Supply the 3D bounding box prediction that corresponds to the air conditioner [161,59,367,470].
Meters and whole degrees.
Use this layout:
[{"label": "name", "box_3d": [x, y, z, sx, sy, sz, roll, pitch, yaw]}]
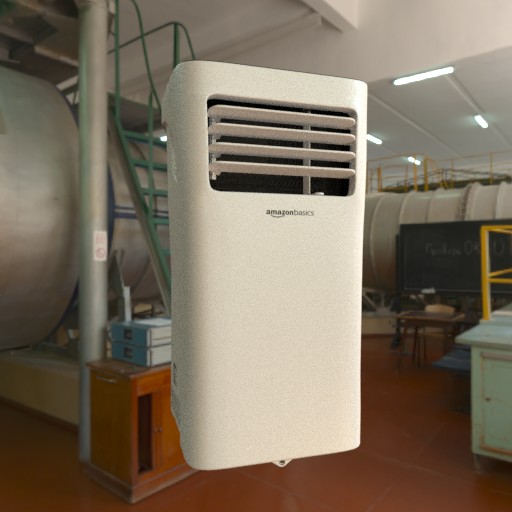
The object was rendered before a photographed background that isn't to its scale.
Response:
[{"label": "air conditioner", "box_3d": [0.000, 0.000, 0.901, 0.352, 0.716, 0.369, 0, 0, -17]}]
